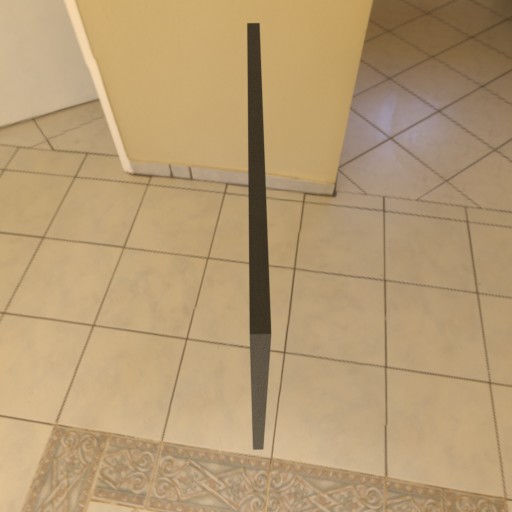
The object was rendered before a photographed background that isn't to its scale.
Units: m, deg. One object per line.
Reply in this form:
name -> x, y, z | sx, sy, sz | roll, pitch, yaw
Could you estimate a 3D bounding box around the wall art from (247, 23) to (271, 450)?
wall art -> 0.000, 0.000, 1.478 | 0.038, 1.016, 1.016 | -1, 56, 0
